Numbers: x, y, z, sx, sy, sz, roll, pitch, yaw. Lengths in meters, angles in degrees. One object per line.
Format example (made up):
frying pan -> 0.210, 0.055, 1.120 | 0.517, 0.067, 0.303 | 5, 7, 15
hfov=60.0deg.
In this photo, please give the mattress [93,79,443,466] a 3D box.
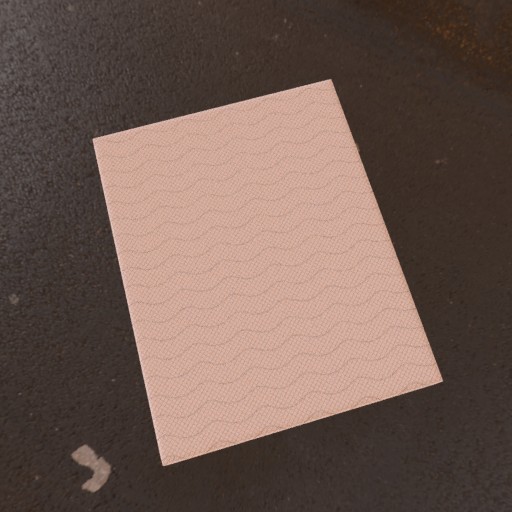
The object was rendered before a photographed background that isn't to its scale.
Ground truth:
mattress -> 0.000, 0.000, 2.738 | 1.600, 0.230, 2.000 | -15, 77, -4
